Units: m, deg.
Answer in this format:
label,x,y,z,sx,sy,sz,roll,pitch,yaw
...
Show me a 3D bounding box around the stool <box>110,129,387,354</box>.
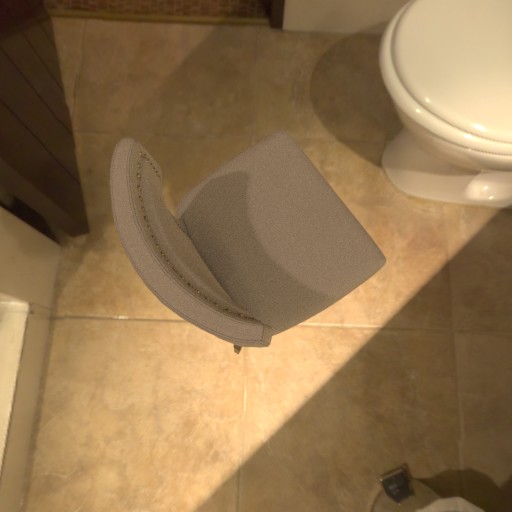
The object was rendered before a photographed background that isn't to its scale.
label,x,y,z,sx,sy,sz,roll,pitch,yaw
stool,0.000,0.000,1.396,0.563,1.092,0.526,-34,78,-8
